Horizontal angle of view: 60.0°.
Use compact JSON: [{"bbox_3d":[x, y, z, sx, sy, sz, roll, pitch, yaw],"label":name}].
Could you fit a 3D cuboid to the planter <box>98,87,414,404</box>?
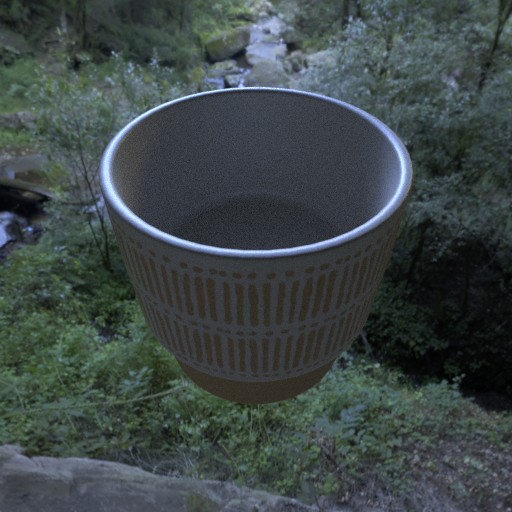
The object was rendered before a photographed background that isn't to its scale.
[{"bbox_3d":[0.000,0.000,0.563,0.317,0.303,0.317,0,44,0],"label":"planter"}]
